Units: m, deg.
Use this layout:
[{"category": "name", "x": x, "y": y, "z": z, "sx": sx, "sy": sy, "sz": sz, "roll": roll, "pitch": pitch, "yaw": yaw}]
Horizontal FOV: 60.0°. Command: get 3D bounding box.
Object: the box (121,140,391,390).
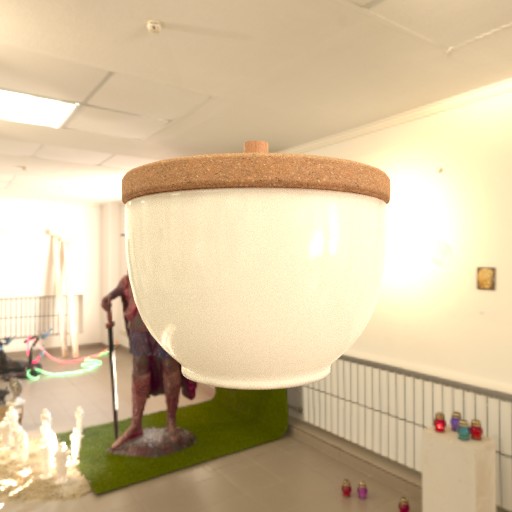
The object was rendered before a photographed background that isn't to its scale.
[{"category": "box", "x": 0.000, "y": 0.000, "z": 0.184, "sx": 0.107, "sy": 0.094, "sz": 0.107, "roll": 0, "pitch": 0, "yaw": 0}]
